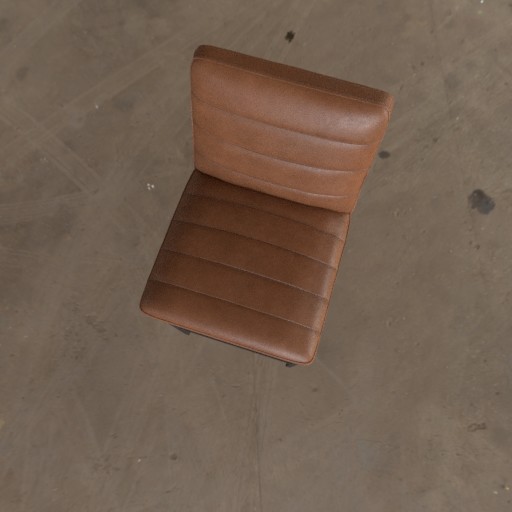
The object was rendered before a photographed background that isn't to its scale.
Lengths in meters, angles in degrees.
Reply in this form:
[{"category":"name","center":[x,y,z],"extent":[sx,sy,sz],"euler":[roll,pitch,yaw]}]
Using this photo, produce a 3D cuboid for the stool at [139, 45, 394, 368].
[{"category":"stool","center":[0.000,0.000,1.325],"extent":[0.458,1.040,0.556],"euler":[17,75,5]}]
